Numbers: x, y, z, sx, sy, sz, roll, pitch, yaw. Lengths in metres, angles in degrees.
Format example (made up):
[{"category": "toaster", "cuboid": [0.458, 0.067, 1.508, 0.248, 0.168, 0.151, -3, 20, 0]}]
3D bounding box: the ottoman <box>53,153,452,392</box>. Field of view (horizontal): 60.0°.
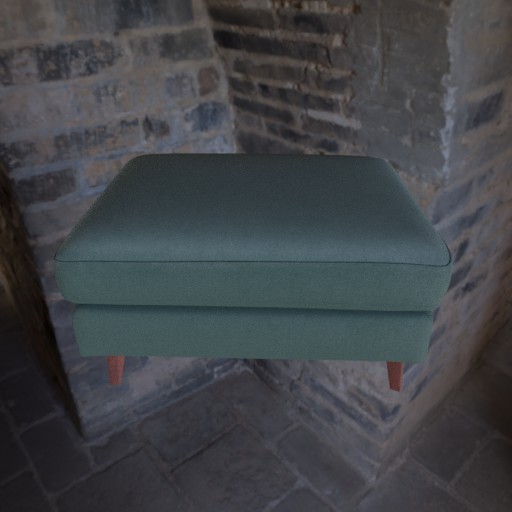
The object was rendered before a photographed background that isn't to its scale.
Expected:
[{"category": "ottoman", "cuboid": [0.000, 0.000, 1.173, 0.811, 0.449, 0.608, 1, 31, 1]}]
